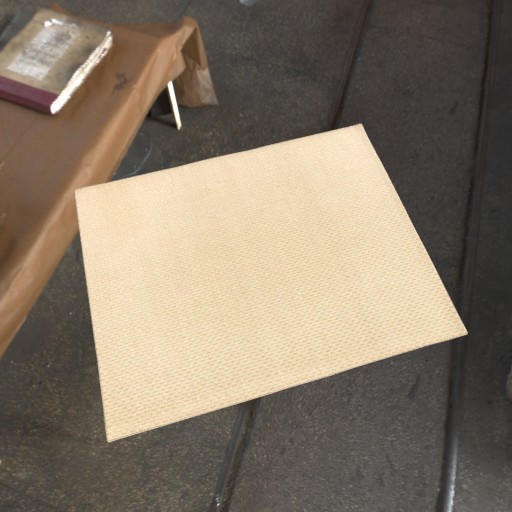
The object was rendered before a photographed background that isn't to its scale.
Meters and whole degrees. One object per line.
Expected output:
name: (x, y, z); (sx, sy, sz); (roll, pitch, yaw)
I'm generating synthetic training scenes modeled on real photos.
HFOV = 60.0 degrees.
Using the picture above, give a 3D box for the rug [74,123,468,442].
rug: (0.000, 0.000, 3.852); (2.897, 0.035, 2.277); (-15, 65, -7)
